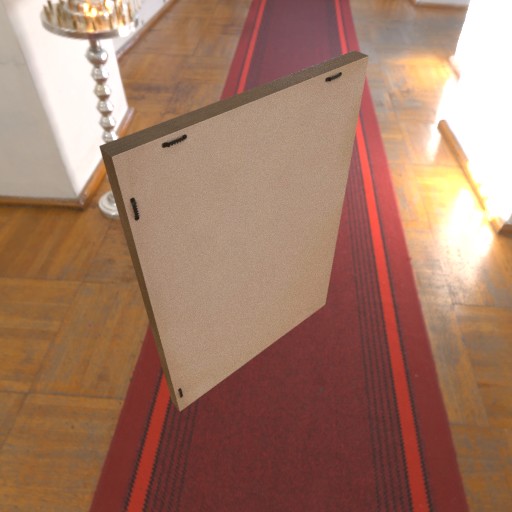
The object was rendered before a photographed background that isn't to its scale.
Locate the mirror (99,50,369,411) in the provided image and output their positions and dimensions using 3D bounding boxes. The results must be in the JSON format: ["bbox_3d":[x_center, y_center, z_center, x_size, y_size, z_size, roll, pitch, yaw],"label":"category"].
[{"bbox_3d":[0.000,0.000,0.938,0.507,0.710,0.040,-31,53,-27],"label":"mirror"}]
